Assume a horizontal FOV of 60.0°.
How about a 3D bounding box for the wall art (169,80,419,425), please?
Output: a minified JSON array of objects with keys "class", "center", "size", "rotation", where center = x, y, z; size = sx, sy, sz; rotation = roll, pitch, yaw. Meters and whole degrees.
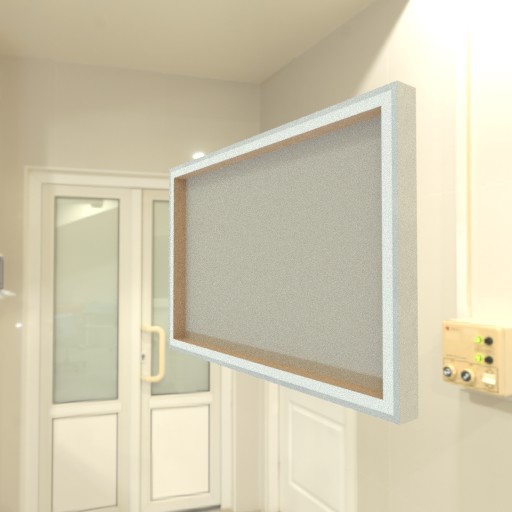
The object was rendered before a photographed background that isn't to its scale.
[{"class":"wall art","center":[0.000,0.000,0.777],"size":[0.038,0.407,0.609],"rotation":[1,-2,-37]}]
